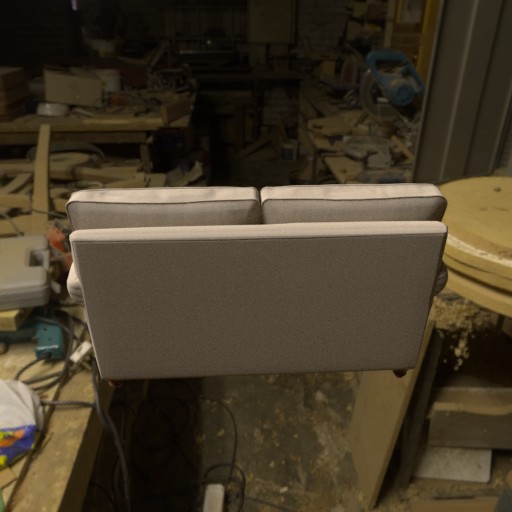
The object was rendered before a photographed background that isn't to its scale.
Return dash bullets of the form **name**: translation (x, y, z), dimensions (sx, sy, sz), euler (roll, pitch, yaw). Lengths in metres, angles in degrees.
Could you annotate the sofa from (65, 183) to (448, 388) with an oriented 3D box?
- **sofa**: translation (0.000, 0.000, 2.270), dimensions (1.665, 0.937, 0.964), euler (-1, 29, -3)
